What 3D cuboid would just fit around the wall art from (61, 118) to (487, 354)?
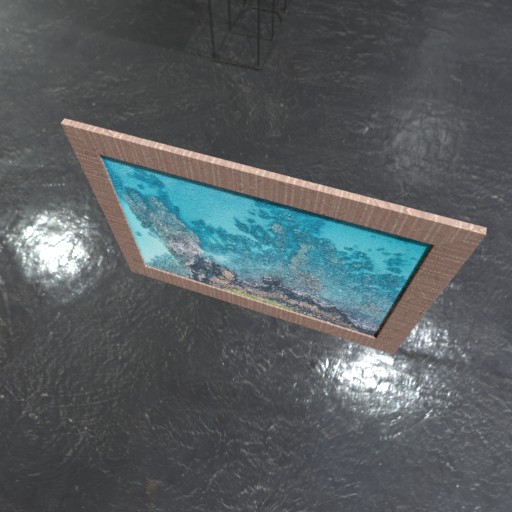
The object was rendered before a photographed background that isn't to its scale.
[{"bbox_3d":[0.000,0.000,1.372,1.056,0.761,0.020,16,60,10],"label":"wall art"}]
